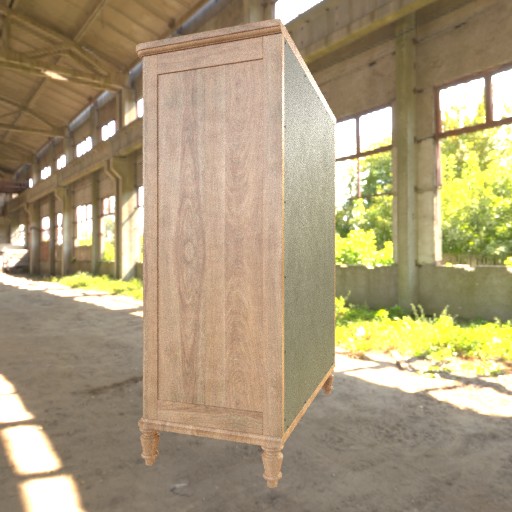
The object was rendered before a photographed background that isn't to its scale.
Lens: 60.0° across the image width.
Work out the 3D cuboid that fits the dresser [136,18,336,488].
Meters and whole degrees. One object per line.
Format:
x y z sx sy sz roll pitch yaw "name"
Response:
0.000 0.000 1.763 0.484 1.318 0.973 0 0 19 "dresser"
